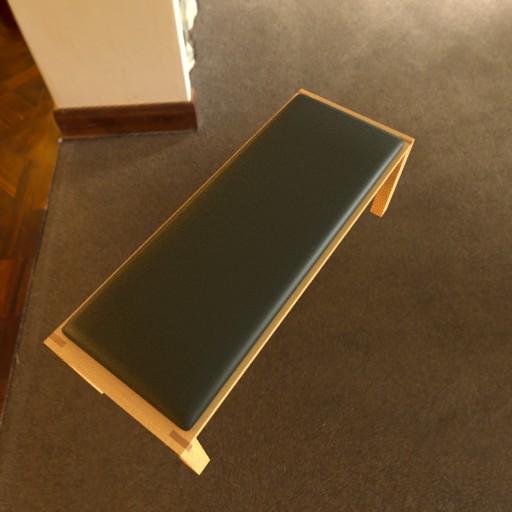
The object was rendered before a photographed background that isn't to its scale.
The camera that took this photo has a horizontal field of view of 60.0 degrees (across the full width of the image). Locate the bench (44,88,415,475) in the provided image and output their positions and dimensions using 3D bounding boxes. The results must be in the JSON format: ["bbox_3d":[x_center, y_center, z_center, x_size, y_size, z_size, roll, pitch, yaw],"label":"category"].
[{"bbox_3d":[0.000,0.000,1.436,0.450,0.430,1.202,31,63,18],"label":"bench"}]
